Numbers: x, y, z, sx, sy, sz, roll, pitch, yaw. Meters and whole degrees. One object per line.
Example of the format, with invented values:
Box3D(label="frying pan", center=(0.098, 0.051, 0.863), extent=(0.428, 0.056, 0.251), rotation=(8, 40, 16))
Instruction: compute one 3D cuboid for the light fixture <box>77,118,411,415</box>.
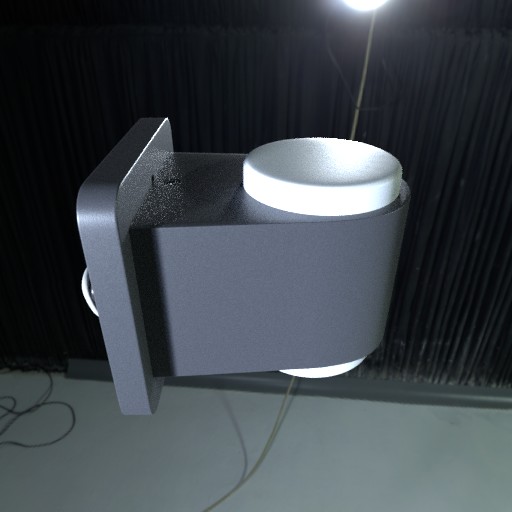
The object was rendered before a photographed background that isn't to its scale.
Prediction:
Box3D(label="light fixture", center=(0.000, 0.000, 0.212), extent=(0.132, 0.109, 0.109), rotation=(0, 31, 0))
